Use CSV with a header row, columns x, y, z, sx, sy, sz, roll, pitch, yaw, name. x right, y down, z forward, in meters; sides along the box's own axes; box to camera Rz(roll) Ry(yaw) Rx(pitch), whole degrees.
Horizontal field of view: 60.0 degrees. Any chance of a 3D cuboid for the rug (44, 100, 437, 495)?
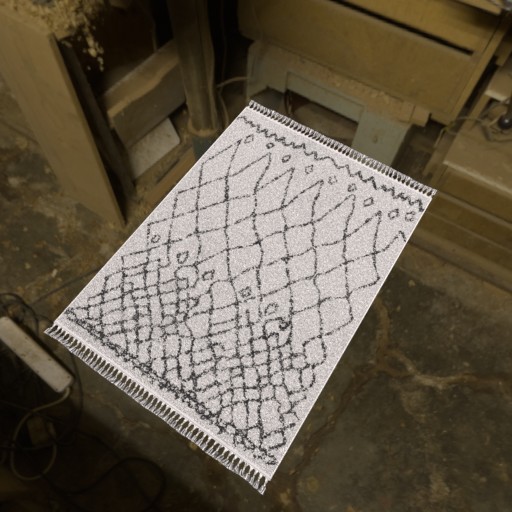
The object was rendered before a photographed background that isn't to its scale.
x,y,z,sx,sy,sz,roll,pitch,yaw,name
0.000,0.000,2.961,1.613,0.017,2.312,31,68,14,rug
